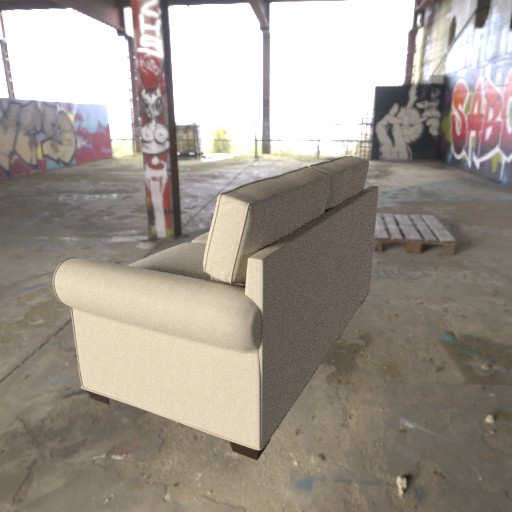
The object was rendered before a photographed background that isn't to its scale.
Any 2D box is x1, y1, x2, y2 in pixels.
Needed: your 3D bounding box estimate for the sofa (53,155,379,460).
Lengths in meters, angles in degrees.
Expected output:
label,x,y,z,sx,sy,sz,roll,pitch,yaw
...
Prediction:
label,x,y,z,sx,sy,sz,roll,pitch,yaw
sofa,0.000,0.000,2.257,0.861,0.933,1.774,9,19,25
